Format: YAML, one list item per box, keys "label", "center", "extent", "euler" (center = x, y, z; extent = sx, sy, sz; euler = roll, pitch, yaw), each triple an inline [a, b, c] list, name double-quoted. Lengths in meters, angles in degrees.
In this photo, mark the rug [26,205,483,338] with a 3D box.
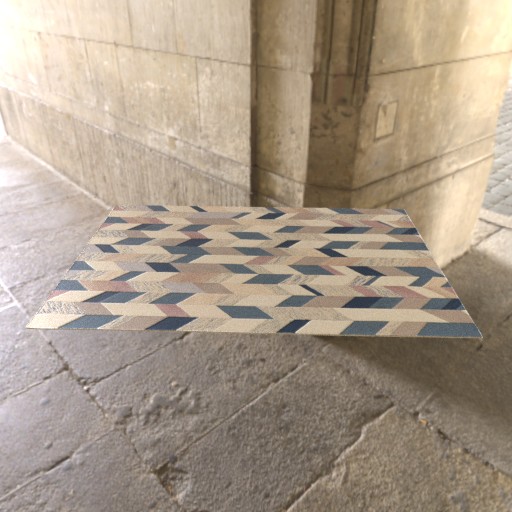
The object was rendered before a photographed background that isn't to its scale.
- label: "rug"
  center: [0.000, 0.000, 2.265]
  extent: [1.813, 0.006, 1.202]
  euler: [1, 31, 2]
